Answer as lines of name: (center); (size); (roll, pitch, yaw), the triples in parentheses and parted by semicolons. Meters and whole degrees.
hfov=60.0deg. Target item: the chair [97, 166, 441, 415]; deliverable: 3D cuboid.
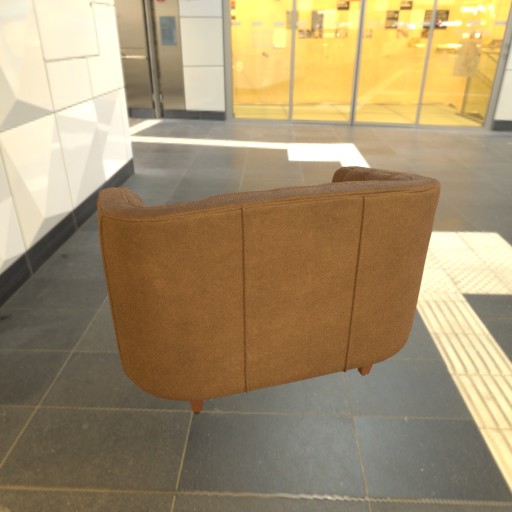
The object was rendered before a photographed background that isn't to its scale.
chair: (0.000, 0.000, 1.731); (1.118, 0.787, 0.914); (-8, 28, -16)
